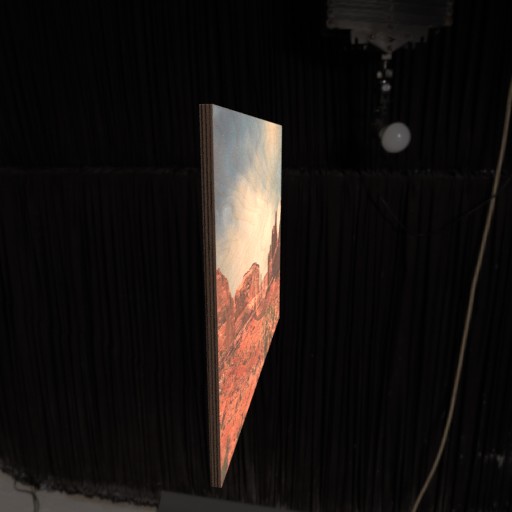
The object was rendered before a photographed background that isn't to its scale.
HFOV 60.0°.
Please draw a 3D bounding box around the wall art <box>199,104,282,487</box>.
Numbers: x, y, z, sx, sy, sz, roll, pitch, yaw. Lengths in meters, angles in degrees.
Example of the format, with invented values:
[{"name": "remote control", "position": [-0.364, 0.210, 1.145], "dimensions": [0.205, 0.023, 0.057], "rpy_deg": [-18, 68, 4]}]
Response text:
[{"name": "wall art", "position": [0.000, 0.000, 0.688], "dimensions": [0.013, 0.406, 0.508], "rpy_deg": [3, 14, 10]}]
